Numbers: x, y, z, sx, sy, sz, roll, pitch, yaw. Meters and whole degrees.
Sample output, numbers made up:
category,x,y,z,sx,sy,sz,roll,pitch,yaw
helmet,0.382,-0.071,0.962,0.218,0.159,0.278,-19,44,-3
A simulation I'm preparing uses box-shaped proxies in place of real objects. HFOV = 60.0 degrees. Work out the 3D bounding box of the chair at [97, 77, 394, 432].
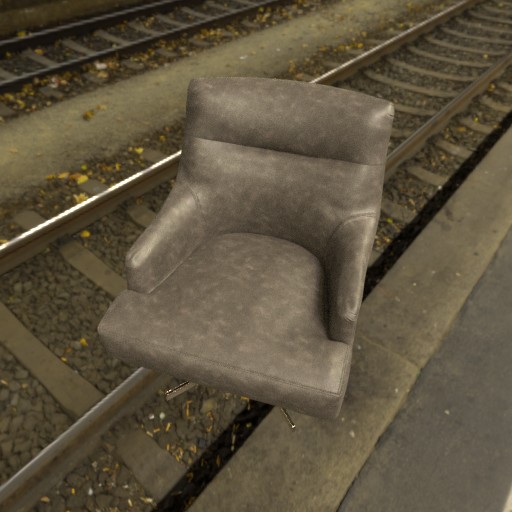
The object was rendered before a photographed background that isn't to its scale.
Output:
category,x,y,z,sx,sy,sz,roll,pitch,yaw
chair,0.000,0.000,1.476,0.738,0.870,0.874,12,43,13
